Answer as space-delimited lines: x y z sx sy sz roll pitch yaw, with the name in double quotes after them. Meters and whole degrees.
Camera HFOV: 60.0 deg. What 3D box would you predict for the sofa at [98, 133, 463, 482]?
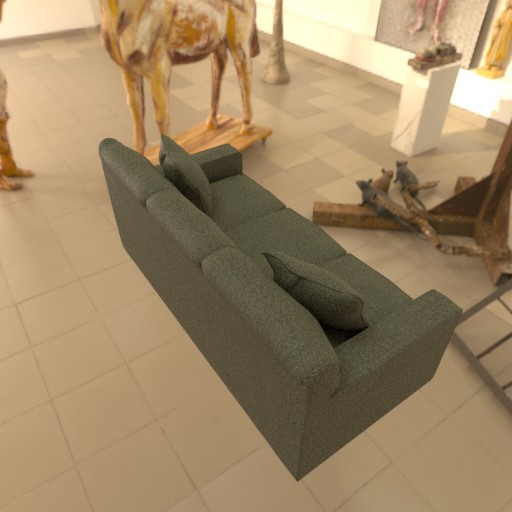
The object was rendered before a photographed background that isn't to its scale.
0.000 0.000 2.545 0.997 0.958 2.024 -24 46 -26 "sofa"
